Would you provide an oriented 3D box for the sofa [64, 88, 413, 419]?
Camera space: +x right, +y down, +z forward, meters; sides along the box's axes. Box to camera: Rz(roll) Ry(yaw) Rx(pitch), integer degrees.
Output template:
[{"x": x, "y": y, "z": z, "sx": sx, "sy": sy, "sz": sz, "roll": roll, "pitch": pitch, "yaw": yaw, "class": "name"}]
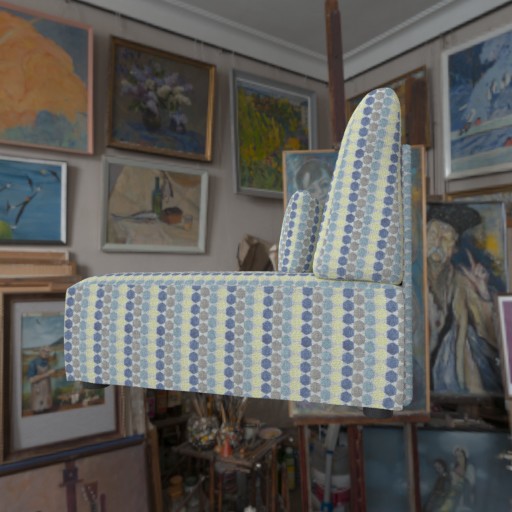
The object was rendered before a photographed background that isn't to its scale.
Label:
[{"x": 0.000, "y": 0.000, "z": 1.533, "sx": 1.000, "sy": 0.820, "sz": 0.700, "roll": -1, "pitch": -2, "yaw": 17, "class": "sofa"}]
